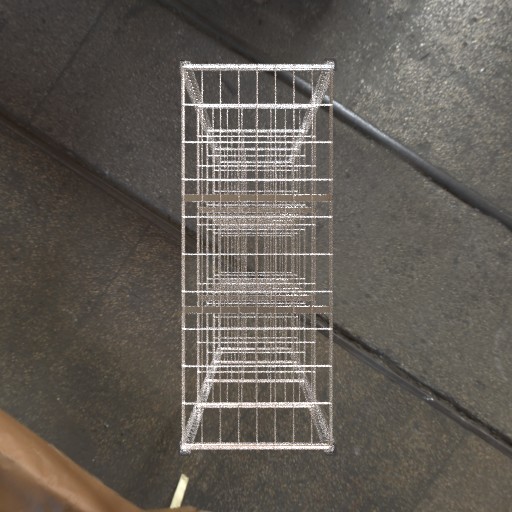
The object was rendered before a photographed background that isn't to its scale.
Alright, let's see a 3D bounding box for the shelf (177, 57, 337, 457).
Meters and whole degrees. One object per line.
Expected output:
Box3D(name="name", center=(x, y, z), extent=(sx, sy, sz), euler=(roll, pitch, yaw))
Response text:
Box3D(name="shelf", center=(0.000, 0.000, 2.680), extent=(0.610, 1.981, 1.524), euler=(0, 90, 0))
